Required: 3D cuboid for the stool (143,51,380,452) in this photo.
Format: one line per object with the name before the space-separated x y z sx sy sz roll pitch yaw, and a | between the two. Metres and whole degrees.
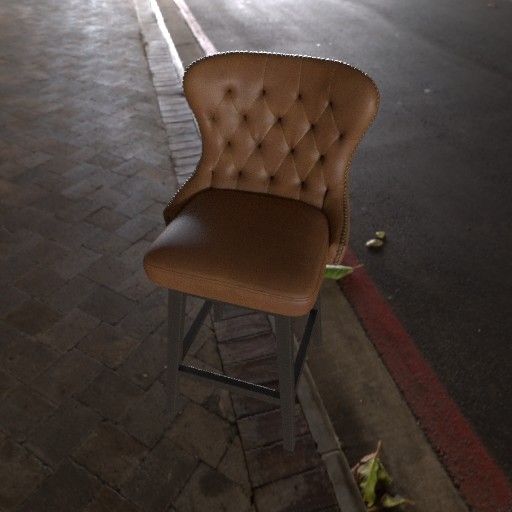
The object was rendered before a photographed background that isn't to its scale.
stool | 0.000 0.000 1.296 0.528 0.971 0.593 12 42 13
